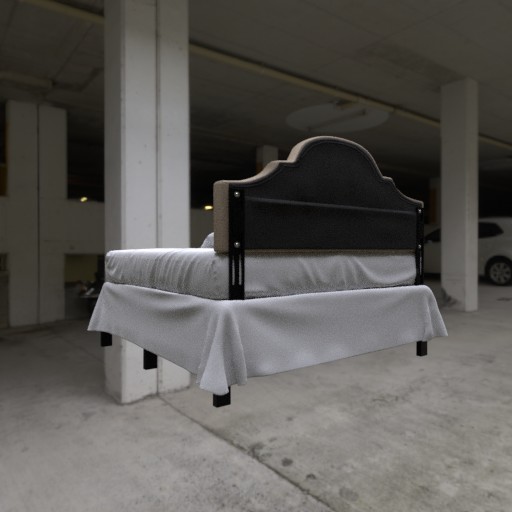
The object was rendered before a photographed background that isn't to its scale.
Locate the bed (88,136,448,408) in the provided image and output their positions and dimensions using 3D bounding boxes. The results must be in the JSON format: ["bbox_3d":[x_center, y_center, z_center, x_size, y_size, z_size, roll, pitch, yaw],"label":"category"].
[{"bbox_3d":[0.000,0.000,3.796,2.303,1.631,2.222,-1,1,-37],"label":"bed"}]
